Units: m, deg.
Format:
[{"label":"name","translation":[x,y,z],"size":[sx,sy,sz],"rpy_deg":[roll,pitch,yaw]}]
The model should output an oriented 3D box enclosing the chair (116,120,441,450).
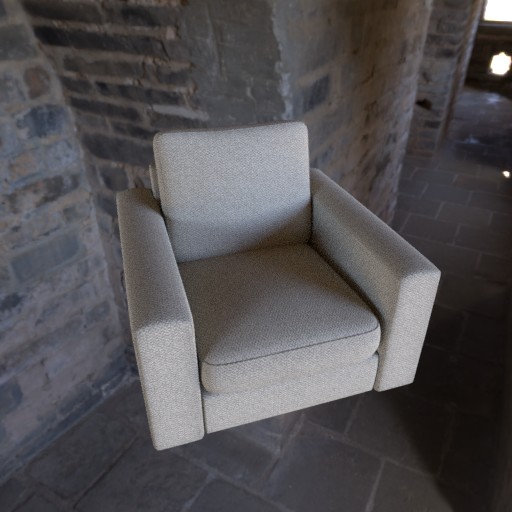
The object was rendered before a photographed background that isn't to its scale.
[{"label":"chair","translation":[0.000,0.000,1.768],"size":[1.005,0.873,1.016],"rpy_deg":[-9,33,-15]}]
